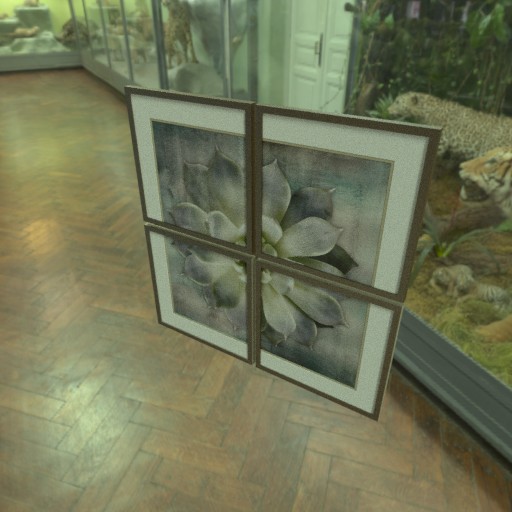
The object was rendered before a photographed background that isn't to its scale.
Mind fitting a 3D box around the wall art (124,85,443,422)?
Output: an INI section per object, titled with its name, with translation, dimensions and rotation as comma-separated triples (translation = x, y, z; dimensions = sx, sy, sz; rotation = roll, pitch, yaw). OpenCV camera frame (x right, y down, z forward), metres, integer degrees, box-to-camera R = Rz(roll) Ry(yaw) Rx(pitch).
[wall art]
translation = 0.000, 0.000, 1.546
dimensions = 1.032, 1.032, 0.030
rotation = 18, 35, 27
